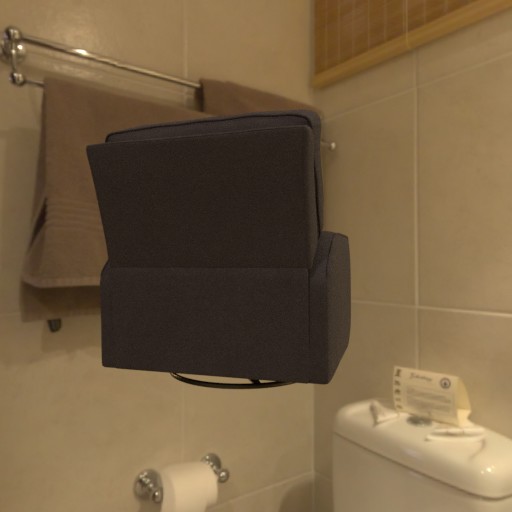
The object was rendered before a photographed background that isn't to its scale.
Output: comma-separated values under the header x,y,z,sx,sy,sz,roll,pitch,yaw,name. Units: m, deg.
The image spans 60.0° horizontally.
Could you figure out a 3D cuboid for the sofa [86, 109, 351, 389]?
x,y,z,sx,sy,sz,roll,pitch,yaw,name
0.000,0.000,2.055,0.861,0.959,1.472,0,-1,17,sofa
